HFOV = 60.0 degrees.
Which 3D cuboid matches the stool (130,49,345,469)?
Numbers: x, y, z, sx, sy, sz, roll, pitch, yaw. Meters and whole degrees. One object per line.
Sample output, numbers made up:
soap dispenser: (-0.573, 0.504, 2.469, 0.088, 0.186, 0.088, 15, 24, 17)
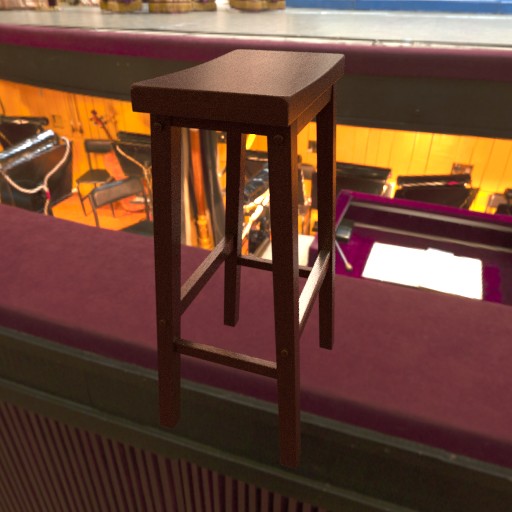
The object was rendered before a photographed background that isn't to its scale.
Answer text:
stool: (0.000, 0.000, 0.934, 0.322, 0.742, 0.406, 11, 33, 17)
